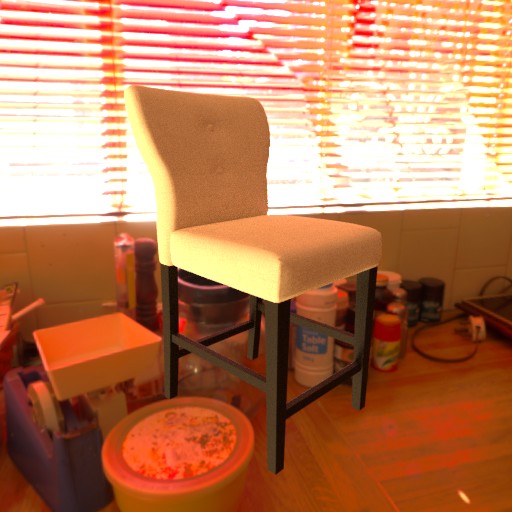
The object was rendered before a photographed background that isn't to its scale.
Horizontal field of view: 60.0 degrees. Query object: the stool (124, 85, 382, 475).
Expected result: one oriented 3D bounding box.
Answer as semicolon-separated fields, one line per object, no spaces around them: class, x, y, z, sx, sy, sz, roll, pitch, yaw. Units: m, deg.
stool;0.000;0.000;1.333;0.603;0.972;0.514;14;20;43
